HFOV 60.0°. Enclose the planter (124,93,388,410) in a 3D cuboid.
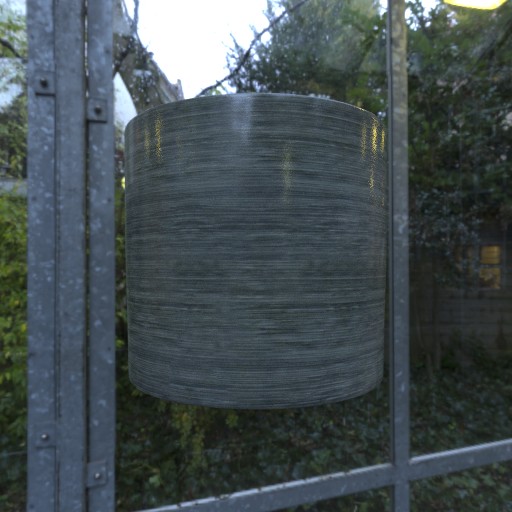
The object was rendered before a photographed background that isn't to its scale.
[{"bbox_3d":[0.000,0.000,0.387,0.221,0.201,0.221,0,-1,0],"label":"planter"}]
